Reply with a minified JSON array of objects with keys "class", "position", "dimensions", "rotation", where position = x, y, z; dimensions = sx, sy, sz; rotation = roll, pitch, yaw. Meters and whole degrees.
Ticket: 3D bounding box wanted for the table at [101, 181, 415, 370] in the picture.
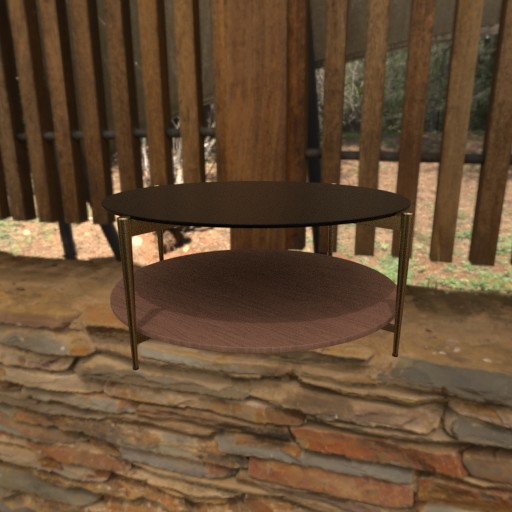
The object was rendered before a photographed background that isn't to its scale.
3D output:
[{"class":"table","position":[0.000,0.000,1.469],"dimensions":[0.938,0.400,0.938],"rotation":[2,15,9]}]
